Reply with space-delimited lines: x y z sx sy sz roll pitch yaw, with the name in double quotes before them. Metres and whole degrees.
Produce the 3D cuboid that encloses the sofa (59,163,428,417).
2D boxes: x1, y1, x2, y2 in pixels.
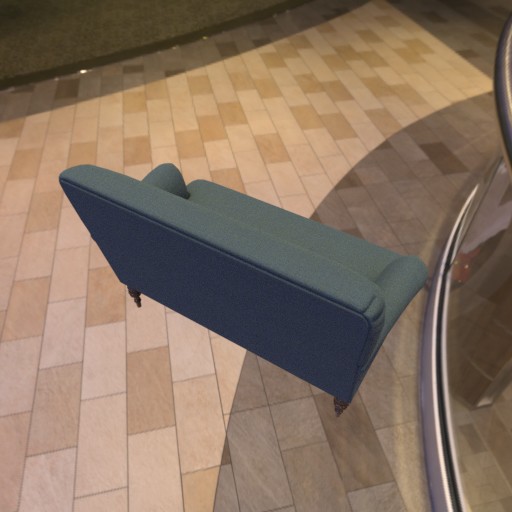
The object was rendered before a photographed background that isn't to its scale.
"sofa" 0.000 0.000 1.851 1.297 0.889 0.779 24 50 22
